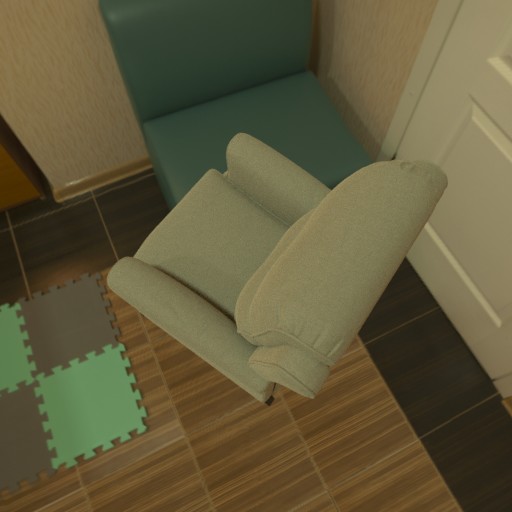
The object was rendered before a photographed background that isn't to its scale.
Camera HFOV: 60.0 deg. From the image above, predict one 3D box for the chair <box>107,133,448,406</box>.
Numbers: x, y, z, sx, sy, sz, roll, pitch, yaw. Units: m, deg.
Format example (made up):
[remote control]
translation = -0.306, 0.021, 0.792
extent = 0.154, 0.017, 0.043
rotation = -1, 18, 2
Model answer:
[chair]
translation = 0.000, 0.000, 1.706
extent = 0.919, 1.046, 0.859
rotation = 33, 68, 15
